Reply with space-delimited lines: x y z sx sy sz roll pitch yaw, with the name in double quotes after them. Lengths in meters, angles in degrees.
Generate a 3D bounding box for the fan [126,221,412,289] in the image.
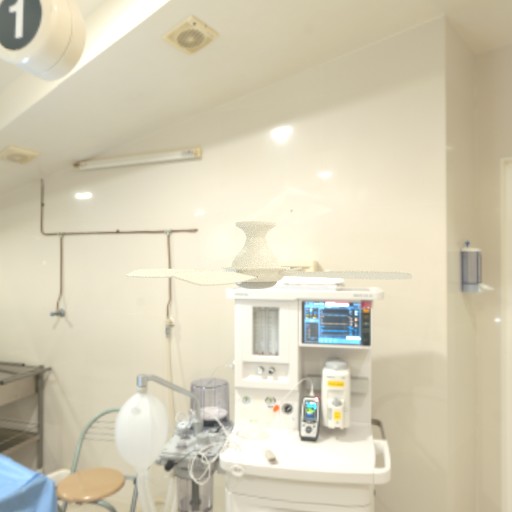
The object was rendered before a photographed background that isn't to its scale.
0.000 0.000 2.548 1.693 0.382 1.694 0 -1 20 "fan"
